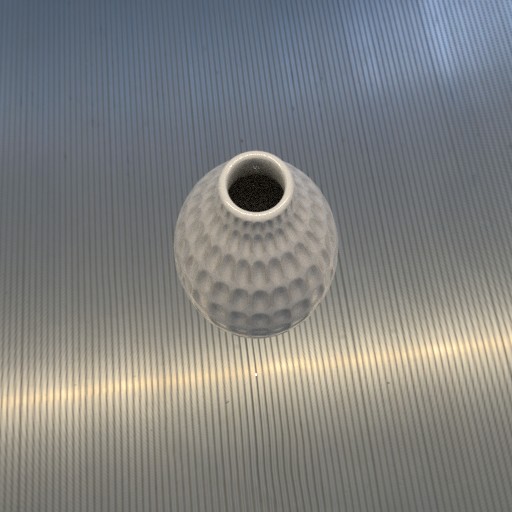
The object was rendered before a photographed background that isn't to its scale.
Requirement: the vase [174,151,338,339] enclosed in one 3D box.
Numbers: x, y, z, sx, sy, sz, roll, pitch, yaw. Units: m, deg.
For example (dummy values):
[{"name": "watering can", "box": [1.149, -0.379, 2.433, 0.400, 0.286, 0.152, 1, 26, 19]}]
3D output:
[{"name": "vase", "box": [0.000, 0.000, 0.358, 0.127, 0.282, 0.127, 0, 75, 0]}]
